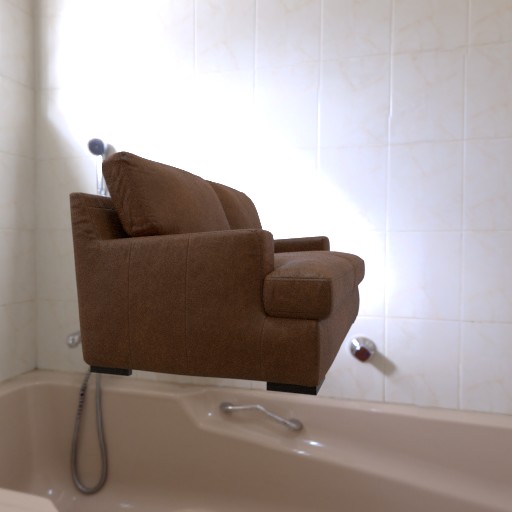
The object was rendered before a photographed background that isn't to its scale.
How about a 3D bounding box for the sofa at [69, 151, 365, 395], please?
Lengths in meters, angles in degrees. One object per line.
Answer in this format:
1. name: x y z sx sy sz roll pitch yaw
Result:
1. sofa: 0.000 0.000 2.592 1.144 0.966 1.880 1 2 17
